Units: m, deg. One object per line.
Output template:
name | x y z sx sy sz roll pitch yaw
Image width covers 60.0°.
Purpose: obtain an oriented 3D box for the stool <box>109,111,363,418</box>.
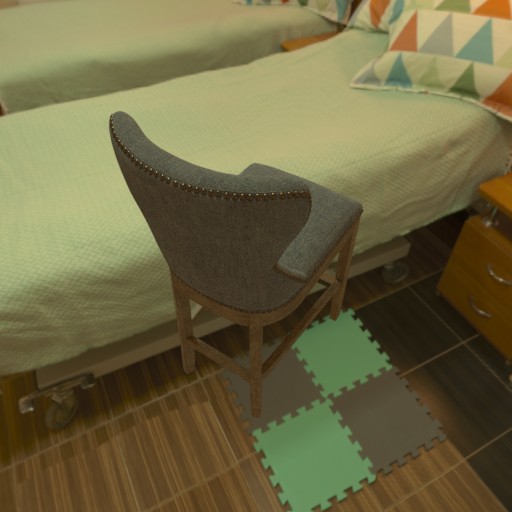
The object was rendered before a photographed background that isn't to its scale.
stool | 0.000 0.000 1.330 0.498 0.981 0.608 26 51 23
